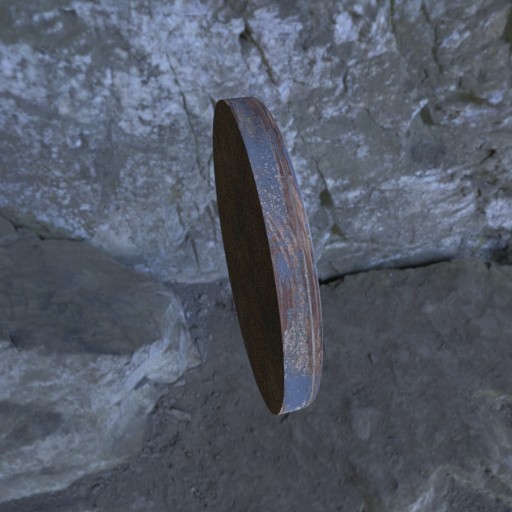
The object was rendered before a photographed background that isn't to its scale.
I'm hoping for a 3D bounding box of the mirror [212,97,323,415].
[{"bbox_3d":[0.000,0.000,0.864,0.061,0.585,0.585,-10,47,-10],"label":"mirror"}]
